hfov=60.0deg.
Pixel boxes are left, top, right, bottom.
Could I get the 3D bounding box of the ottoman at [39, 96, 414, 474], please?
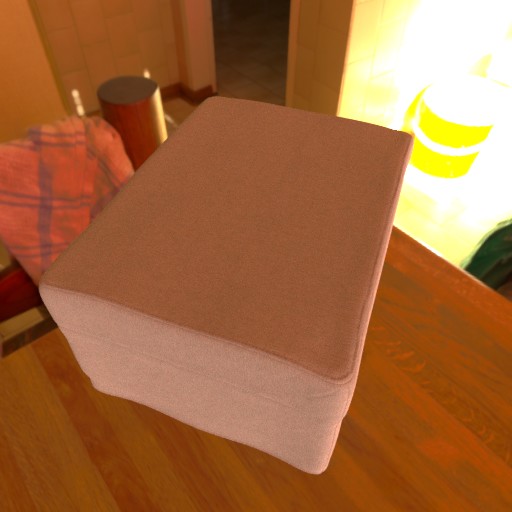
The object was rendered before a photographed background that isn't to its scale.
[{"bbox_3d":[0.000,0.000,1.201,0.648,0.461,0.833,15,49,14],"label":"ottoman"}]
